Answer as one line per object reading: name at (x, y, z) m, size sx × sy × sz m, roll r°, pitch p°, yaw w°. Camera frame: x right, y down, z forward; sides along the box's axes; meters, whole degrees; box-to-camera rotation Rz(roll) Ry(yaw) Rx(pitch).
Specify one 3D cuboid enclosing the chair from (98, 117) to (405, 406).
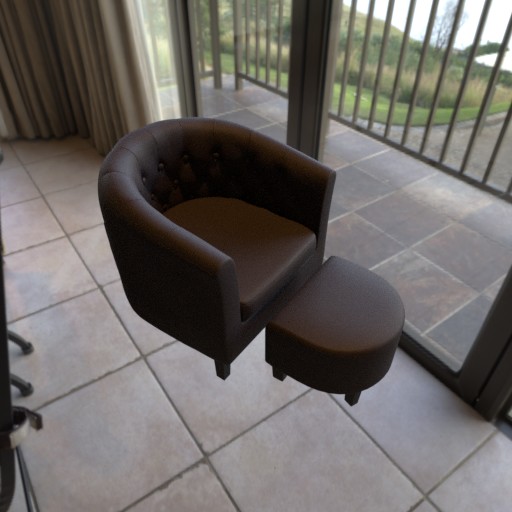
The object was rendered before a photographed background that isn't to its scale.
chair at (0.000, 0.000, 1.717) m, size 1.191 × 0.760 × 0.763 m, roll 25°, pitch 46°, yaw 27°
